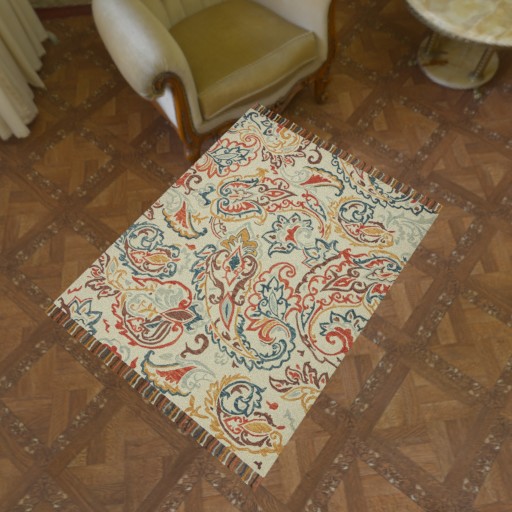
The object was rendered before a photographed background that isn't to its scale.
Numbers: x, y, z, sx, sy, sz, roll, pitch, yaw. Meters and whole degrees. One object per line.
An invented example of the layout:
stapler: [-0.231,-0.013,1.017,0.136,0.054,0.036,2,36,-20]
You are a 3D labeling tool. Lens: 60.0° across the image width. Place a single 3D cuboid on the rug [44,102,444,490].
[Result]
rug: [0.000,0.000,4.354,2.439,0.015,3.274,34,68,16]
